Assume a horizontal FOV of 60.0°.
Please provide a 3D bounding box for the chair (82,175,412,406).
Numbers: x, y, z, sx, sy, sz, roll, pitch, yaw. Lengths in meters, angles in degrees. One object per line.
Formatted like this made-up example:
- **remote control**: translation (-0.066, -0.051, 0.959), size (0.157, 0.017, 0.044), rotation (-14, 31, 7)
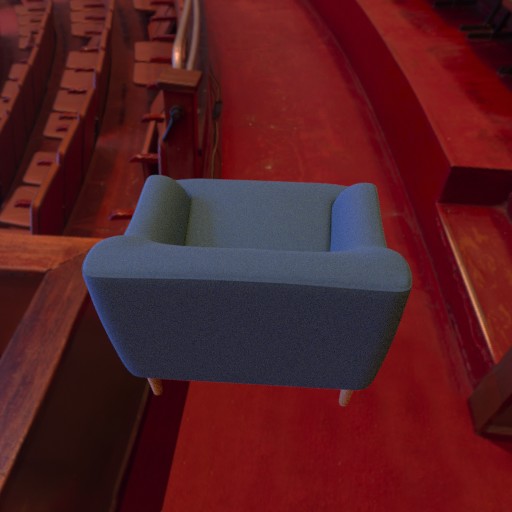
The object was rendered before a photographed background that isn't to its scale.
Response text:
- **chair**: translation (0.000, 0.000, 1.652), size (0.946, 0.818, 0.951), rotation (3, 45, 3)
